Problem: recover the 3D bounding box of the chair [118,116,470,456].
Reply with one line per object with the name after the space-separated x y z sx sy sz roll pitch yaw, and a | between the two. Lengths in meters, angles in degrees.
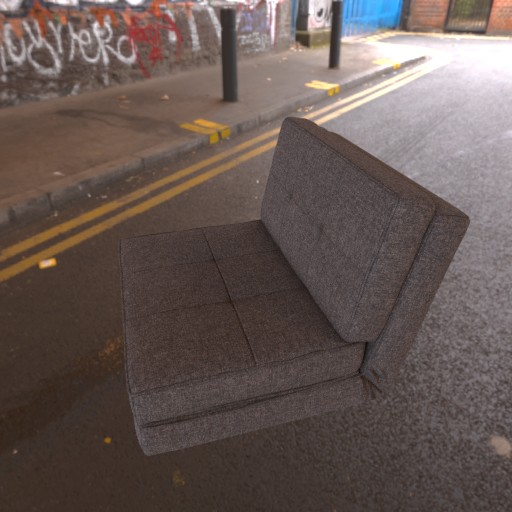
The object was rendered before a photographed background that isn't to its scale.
0.000 0.000 1.297 0.800 0.615 0.740 -9 32 -14 | chair
